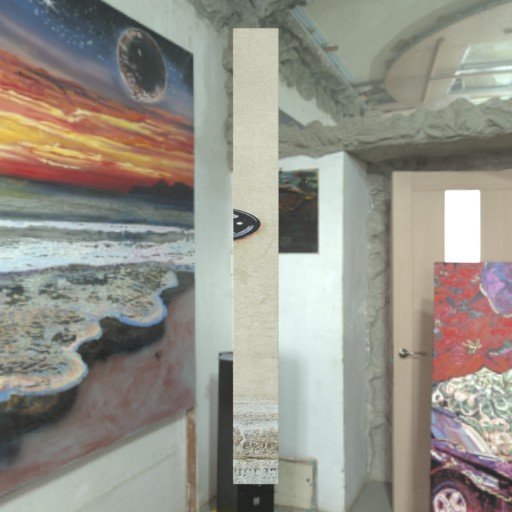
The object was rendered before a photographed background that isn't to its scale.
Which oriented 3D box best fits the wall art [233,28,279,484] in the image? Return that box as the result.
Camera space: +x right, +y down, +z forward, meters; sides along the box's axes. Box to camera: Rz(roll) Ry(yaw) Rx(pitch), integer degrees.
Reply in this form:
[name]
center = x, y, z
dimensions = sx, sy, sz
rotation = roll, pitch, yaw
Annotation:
[wall art]
center = 0.000, 0.000, 0.498
dimensions = 0.038, 0.381, 0.254
rotation = 0, 0, 0
